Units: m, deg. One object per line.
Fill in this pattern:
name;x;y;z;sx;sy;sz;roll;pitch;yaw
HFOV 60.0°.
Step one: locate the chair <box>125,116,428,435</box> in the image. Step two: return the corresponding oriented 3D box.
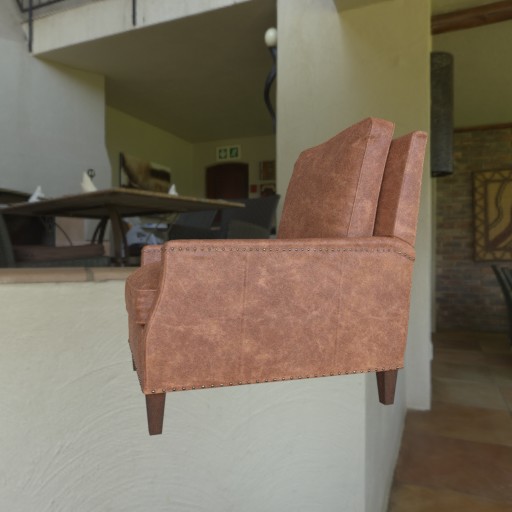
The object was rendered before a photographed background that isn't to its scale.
chair;0.000;0.000;1.830;1.035;1.054;0.854;0;0;-19
